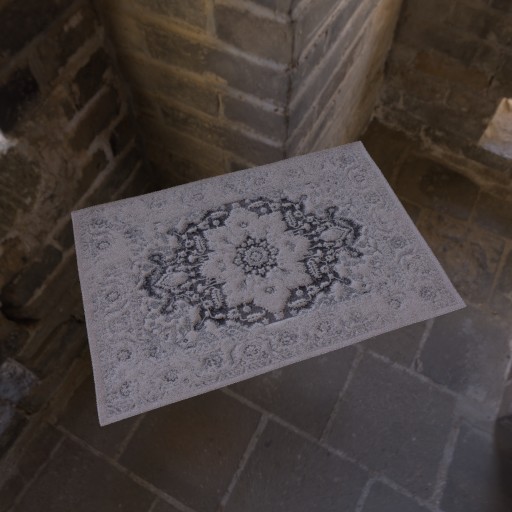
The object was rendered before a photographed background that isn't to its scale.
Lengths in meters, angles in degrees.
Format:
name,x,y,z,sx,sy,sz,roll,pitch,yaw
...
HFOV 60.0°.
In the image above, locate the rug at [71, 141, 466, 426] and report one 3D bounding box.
name,x,y,z,sx,sy,sz,roll,pitch,yaw
rug,0.000,0.000,2.359,1.813,0.008,1.223,-16,59,-10
